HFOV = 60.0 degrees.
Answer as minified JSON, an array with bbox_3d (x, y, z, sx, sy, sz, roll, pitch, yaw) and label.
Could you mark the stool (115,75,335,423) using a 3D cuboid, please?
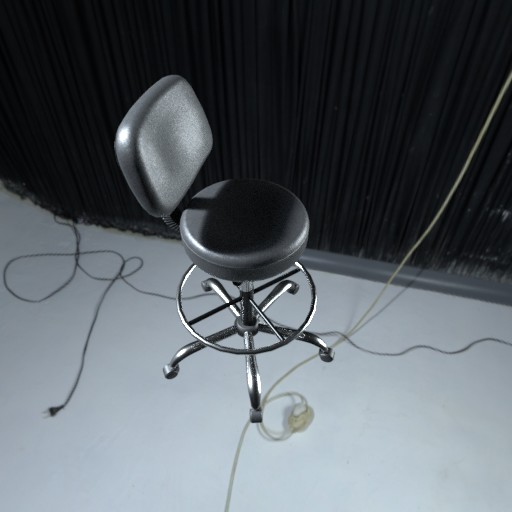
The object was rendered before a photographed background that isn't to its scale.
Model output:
[{"bbox_3d":[0.000,0.000,1.492,0.658,1.069,0.694,10,47,10],"label":"stool"}]
